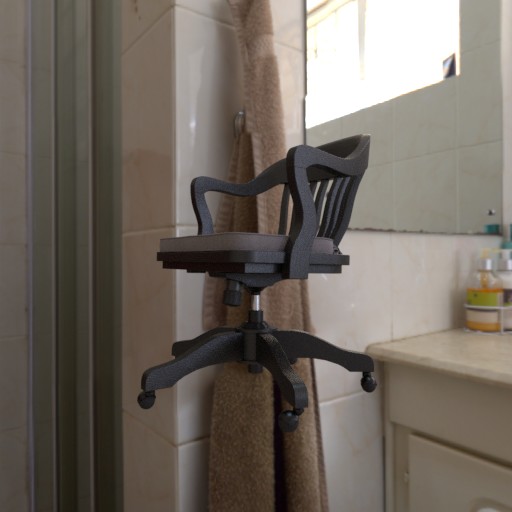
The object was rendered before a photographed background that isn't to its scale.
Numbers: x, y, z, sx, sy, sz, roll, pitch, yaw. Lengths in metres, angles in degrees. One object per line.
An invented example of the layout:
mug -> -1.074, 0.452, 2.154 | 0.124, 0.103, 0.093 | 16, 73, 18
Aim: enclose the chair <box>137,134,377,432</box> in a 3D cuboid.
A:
chair -> 0.000, 0.000, 1.466 | 0.788, 0.878, 0.750 | 0, 0, -35
